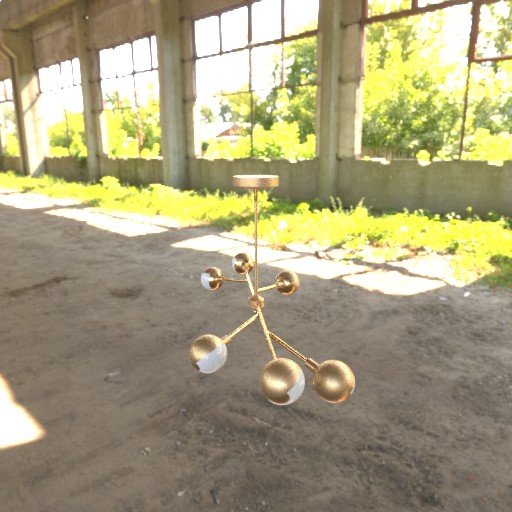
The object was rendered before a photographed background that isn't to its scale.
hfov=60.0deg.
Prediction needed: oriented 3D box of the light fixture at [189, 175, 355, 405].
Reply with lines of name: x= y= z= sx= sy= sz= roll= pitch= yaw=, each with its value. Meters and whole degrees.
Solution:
light fixture: x=0.000 y=0.000 z=1.021 sx=0.434 sy=0.362 sz=0.778 roll=2 pitch=14 yaw=9
